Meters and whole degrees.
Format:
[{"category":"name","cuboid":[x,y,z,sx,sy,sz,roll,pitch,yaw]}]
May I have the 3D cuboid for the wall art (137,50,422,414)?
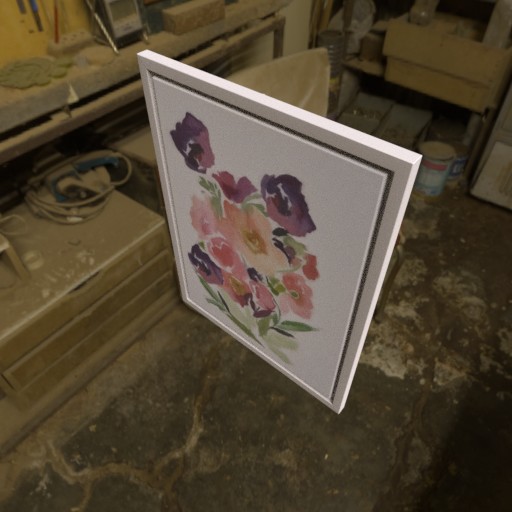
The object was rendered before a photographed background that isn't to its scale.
[{"category":"wall art","cuboid":[0.000,0.000,1.397,0.805,1.056,0.042,31,53,27]}]
